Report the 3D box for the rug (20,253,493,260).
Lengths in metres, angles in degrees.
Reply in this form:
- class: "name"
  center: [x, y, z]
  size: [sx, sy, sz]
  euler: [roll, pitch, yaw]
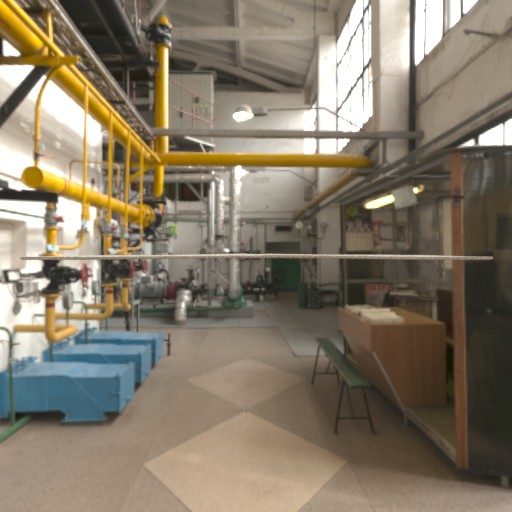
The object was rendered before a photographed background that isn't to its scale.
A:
- class: "rug"
  center: [0.000, 0.000, 4.758]
  size: [3.626, 0.051, 2.757]
  euler: [0, 0, 0]
